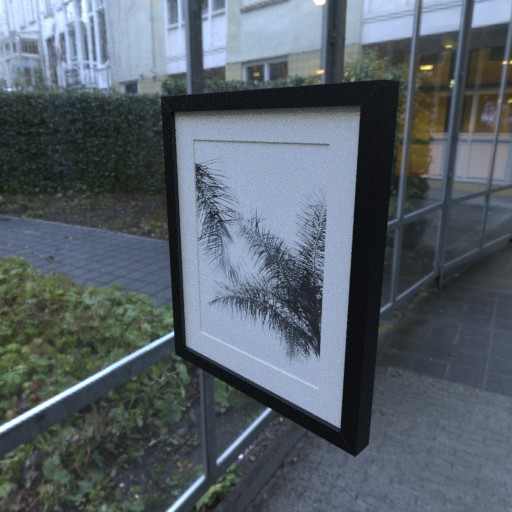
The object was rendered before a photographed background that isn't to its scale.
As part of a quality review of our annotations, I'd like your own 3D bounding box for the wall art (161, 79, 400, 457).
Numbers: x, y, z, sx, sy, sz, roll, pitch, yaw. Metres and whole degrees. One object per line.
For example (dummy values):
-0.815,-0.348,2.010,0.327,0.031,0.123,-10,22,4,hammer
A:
0.000,0.000,0.542,0.325,0.380,0.028,15,22,42,wall art
